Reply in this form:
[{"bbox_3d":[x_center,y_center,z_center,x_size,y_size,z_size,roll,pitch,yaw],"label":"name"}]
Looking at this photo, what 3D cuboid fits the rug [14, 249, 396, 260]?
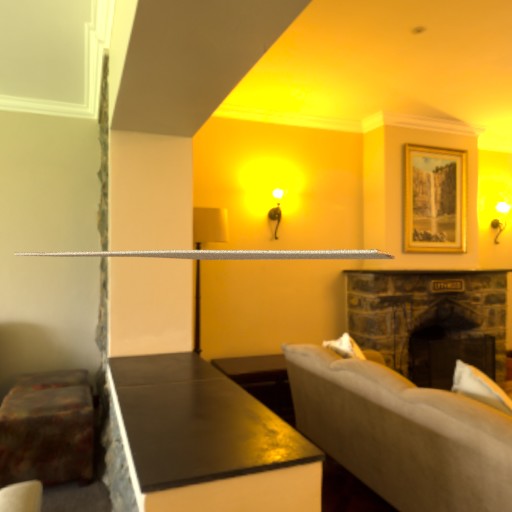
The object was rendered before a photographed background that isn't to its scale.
[{"bbox_3d":[0.000,0.000,4.173,2.434,0.045,3.202,0,-1,19],"label":"rug"}]
